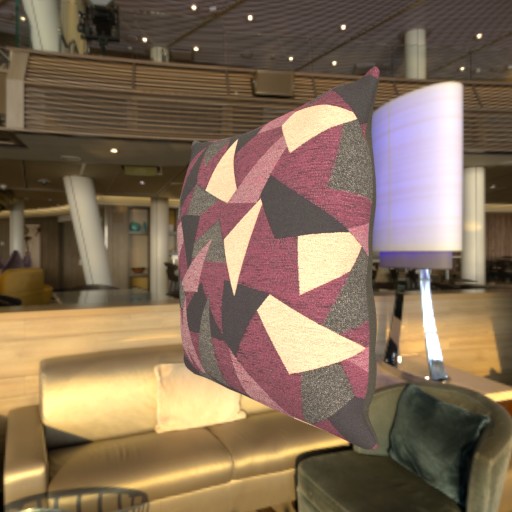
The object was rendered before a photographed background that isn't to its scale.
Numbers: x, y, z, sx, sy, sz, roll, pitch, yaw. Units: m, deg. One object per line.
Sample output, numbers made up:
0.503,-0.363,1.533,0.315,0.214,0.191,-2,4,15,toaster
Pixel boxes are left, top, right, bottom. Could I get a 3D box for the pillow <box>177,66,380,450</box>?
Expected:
0.000,0.000,0.756,0.208,0.496,0.503,0,0,-36,pillow
